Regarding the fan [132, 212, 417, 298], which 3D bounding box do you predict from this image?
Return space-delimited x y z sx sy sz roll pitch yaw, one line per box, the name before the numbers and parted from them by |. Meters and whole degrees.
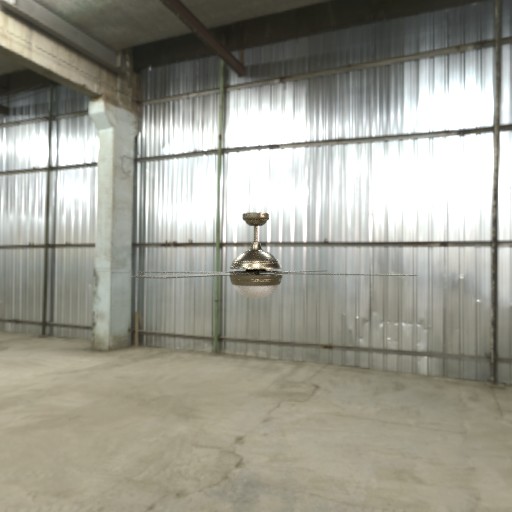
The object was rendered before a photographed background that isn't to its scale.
fan | 0.000 0.000 2.002 1.321 0.381 1.321 1 -1 -38
